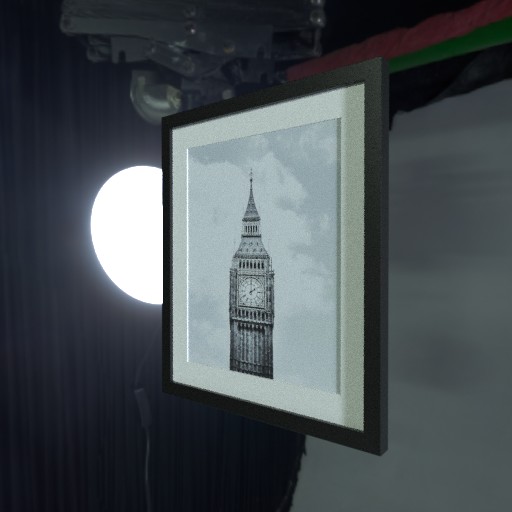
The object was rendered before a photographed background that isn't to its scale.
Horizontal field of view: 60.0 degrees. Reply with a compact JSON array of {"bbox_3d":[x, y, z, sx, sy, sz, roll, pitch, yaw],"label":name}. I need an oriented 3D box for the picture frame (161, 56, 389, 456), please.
[{"bbox_3d":[0.000,0.000,0.767,0.460,0.556,0.028,0,1,38],"label":"picture frame"}]
